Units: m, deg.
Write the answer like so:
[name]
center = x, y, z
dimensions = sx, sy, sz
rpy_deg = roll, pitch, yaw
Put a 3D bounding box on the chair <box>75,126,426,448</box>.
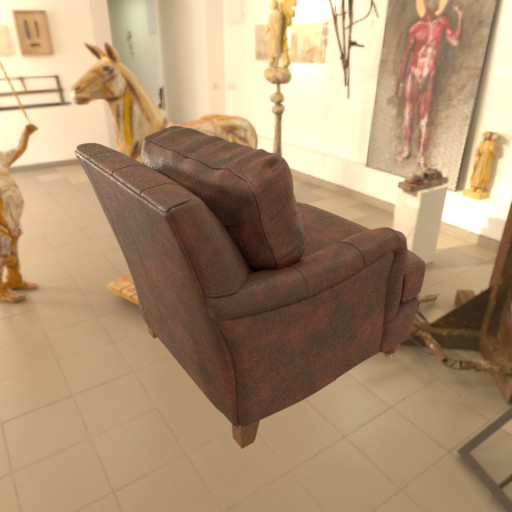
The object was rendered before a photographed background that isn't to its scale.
[chair]
center = 0.000, 0.000, 1.918
dimensions = 1.156, 1.051, 0.987
rpy_deg = -17, 31, -31
